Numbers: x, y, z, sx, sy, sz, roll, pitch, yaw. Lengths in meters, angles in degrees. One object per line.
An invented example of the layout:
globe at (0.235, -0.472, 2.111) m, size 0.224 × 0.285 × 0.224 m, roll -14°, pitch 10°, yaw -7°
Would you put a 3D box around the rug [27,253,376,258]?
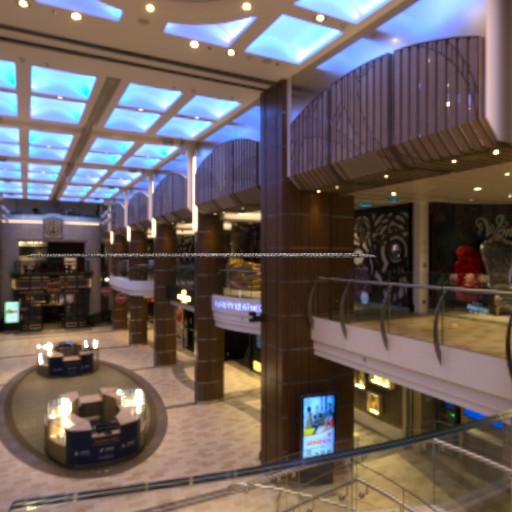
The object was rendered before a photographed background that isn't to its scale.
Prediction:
rug at (0.000, 0.000, 3.049) m, size 1.538 × 0.021 × 2.443 m, roll 0°, pitch 0°, yaw 17°
